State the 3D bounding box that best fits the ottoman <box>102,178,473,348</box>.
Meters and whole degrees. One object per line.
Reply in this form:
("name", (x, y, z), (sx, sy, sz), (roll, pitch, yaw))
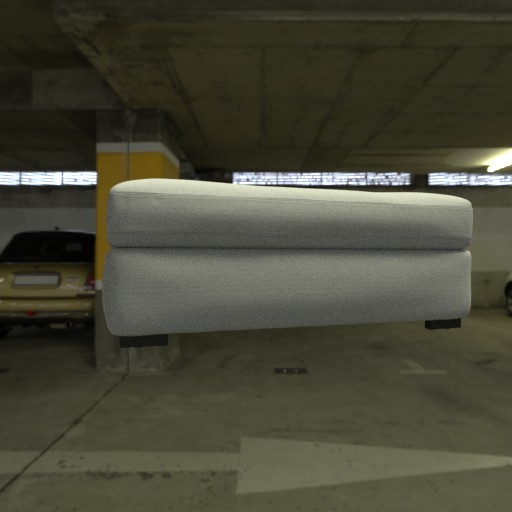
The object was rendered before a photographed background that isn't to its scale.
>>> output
("ottoman", (0.000, 0.000, 1.800), (1.167, 0.482, 1.163), (0, 0, -18))
